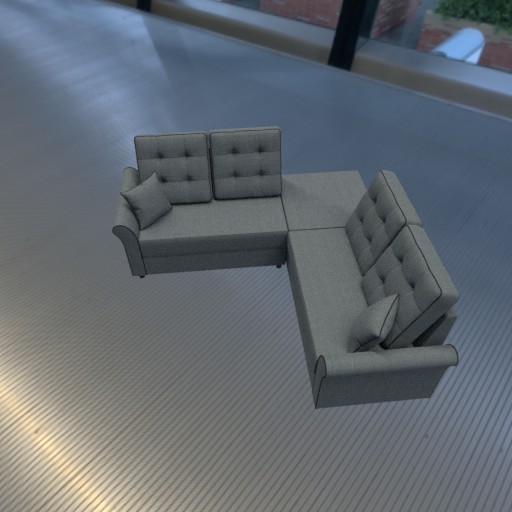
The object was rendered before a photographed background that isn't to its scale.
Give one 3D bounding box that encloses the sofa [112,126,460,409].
[{"bbox_3d":[0.000,0.000,3.187,2.068,0.988,2.070,-4,45,-4],"label":"sofa"}]
